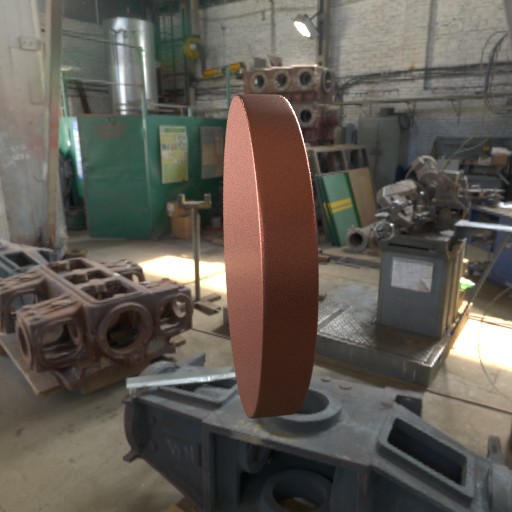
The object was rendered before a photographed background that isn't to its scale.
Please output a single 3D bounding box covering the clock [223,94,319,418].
[{"bbox_3d":[0.000,0.000,0.457,0.040,0.313,0.313,-2,16,-9],"label":"clock"}]
